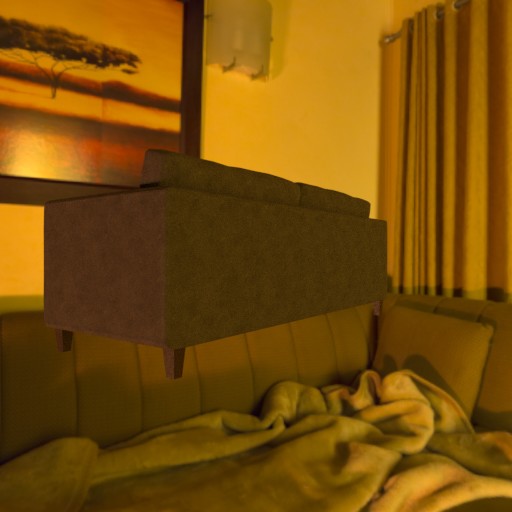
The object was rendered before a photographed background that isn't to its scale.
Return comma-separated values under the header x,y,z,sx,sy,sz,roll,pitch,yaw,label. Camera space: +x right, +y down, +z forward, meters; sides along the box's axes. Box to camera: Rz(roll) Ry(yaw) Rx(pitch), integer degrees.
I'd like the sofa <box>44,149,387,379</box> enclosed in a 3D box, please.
x,y,z,sx,sy,sz,roll,pitch,yaw,label
0.000,0.000,2.937,0.951,0.965,2.434,0,1,36,sofa
